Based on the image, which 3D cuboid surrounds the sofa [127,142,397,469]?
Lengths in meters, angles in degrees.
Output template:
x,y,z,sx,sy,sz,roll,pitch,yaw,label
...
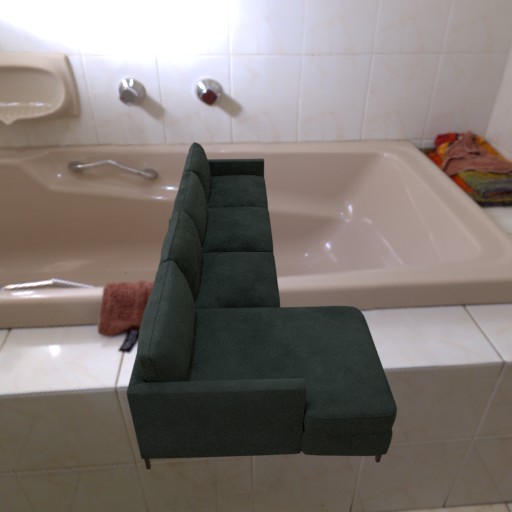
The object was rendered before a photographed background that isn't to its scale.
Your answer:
x,y,z,sx,sy,sz,roll,pitch,yaw,label
0.000,0.000,3.873,1.500,0.967,3.400,-1,34,-2,sofa
